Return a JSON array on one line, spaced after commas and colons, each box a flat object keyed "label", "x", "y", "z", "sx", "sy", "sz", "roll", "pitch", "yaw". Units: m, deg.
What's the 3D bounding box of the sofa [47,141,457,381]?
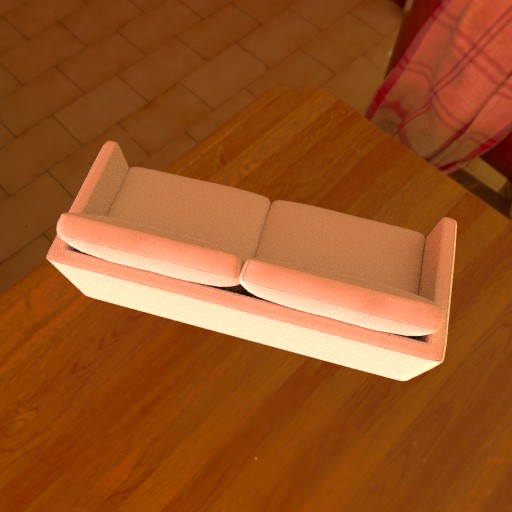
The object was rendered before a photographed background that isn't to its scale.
[{"label": "sofa", "x": 0.000, "y": 0.000, "z": 2.926, "sx": 2.361, "sy": 0.962, "sz": 0.951, "roll": 14, "pitch": 66, "yaw": 6}]
